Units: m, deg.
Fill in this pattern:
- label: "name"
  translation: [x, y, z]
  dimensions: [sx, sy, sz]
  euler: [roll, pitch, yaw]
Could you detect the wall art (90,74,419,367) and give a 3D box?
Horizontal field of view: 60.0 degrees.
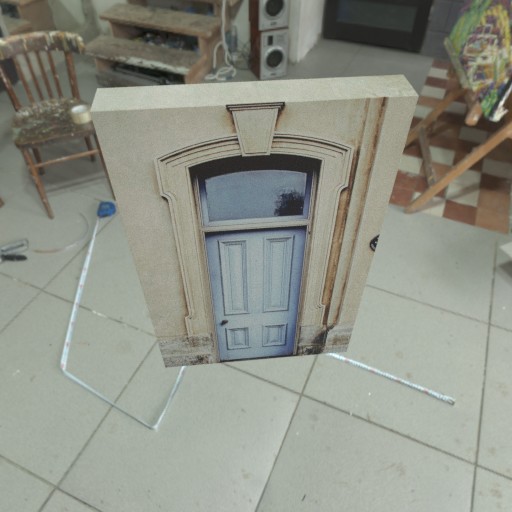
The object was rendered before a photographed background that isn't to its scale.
- label: "wall art"
  translation: [0.000, 0.000, 0.492]
  dimensions: [0.254, 0.381, 0.038]
  euler: [-4, 47, -4]
